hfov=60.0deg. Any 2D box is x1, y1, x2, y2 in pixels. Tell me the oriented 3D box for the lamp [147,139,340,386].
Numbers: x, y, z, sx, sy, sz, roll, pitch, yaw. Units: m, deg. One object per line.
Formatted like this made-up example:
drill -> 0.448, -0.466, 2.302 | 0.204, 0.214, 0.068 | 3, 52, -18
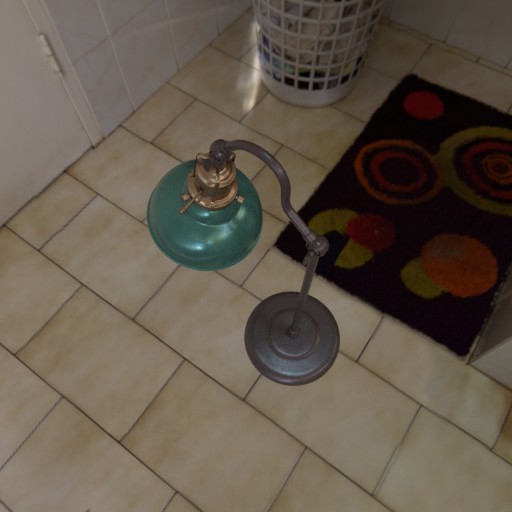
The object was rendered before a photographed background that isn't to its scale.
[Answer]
lamp -> 0.000, 0.000, 0.690 | 0.374, 0.508, 0.192 | 34, 68, 16
